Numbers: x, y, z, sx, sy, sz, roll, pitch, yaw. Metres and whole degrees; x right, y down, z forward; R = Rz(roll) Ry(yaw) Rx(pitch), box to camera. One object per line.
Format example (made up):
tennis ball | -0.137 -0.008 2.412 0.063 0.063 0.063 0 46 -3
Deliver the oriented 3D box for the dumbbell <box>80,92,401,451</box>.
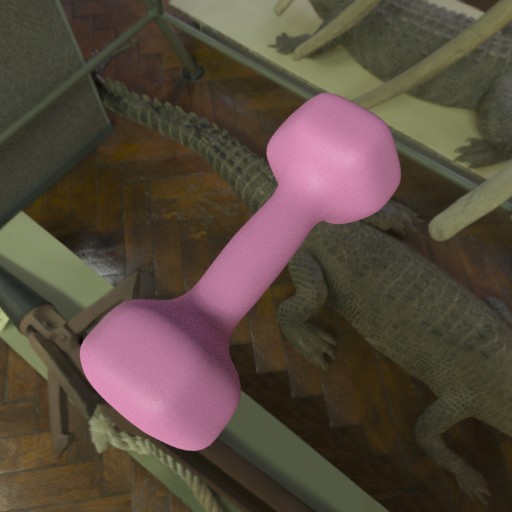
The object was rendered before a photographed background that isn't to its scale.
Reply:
dumbbell | 0.000 0.000 0.187 0.064 0.058 0.159 34 69 15
